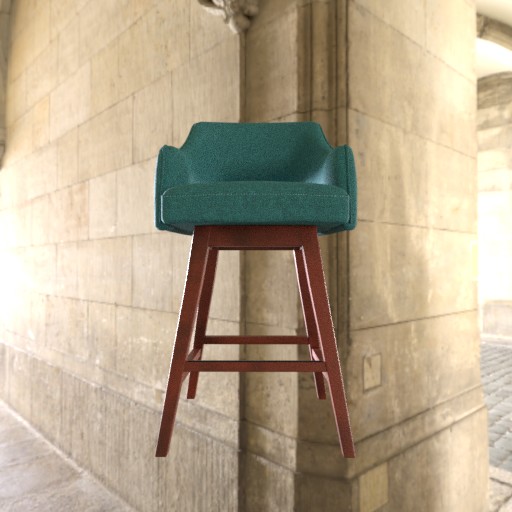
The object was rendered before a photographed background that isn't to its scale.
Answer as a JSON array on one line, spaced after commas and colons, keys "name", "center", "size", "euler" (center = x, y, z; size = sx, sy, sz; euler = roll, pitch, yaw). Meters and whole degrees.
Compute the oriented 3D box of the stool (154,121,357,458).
[{"name": "stool", "center": [0.000, 0.000, 1.323], "size": [0.548, 0.961, 0.556], "euler": [0, -1, 0]}]
